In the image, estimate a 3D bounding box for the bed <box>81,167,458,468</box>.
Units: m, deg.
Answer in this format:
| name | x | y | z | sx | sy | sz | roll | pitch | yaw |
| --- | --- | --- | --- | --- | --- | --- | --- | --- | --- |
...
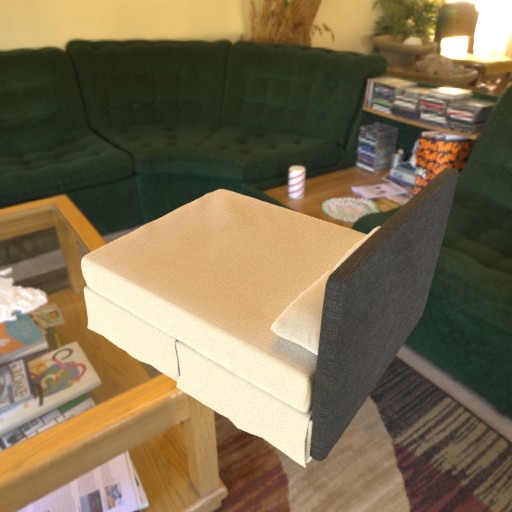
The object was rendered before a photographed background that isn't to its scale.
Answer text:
| name | x | y | z | sx | sy | sz | roll | pitch | yaw |
| --- | --- | --- | --- | --- | --- | --- | --- | --- | --- |
| bed | 0.000 | 0.000 | 3.241 | 2.142 | 1.330 | 1.723 | 22 | 38 | 31 |
